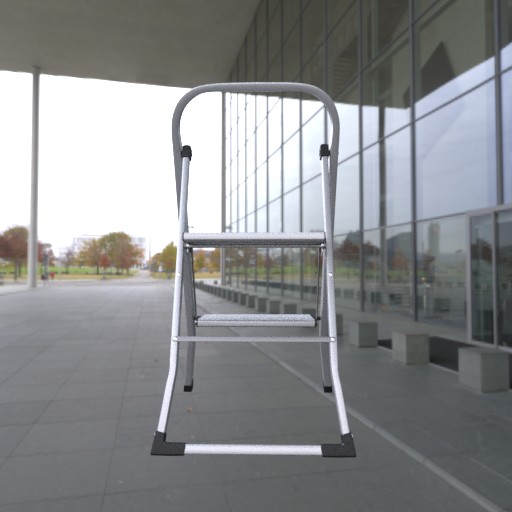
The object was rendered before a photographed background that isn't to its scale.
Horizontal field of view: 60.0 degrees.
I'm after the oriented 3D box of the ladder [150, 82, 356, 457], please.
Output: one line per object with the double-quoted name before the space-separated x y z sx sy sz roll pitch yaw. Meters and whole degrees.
"ladder" 0.000 0.000 1.163 0.465 0.830 0.530 0 -2 1
